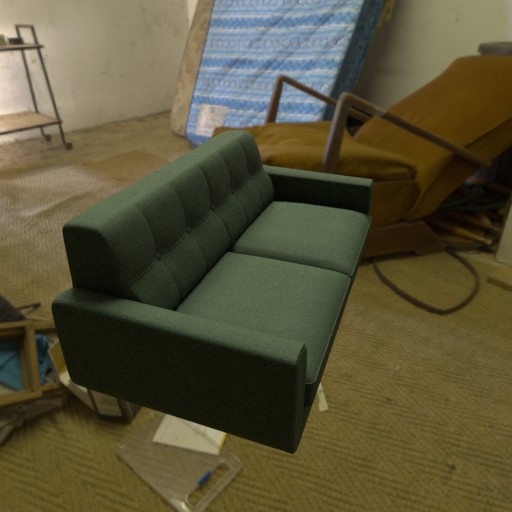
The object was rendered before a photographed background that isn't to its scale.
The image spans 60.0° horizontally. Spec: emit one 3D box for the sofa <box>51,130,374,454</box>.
[{"bbox_3d":[0.000,0.000,2.100,0.909,0.841,1.631,10,31,18],"label":"sofa"}]
